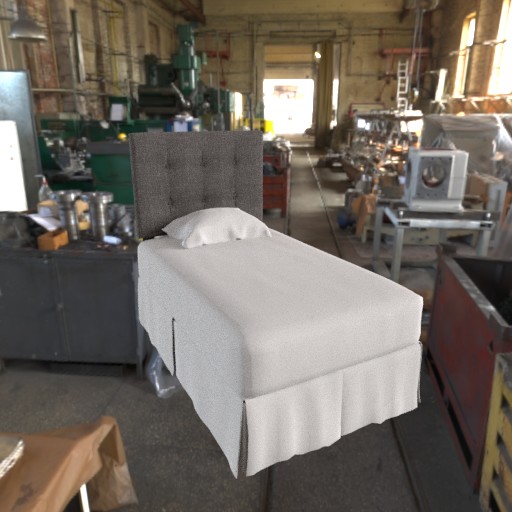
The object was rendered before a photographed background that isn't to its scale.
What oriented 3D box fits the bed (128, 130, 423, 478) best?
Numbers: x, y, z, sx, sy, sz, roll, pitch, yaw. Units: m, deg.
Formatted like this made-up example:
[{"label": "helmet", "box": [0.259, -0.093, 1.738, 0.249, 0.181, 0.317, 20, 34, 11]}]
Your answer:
[{"label": "bed", "box": [0.000, 0.000, 3.008, 1.261, 1.571, 1.997, -9, 20, -27]}]
